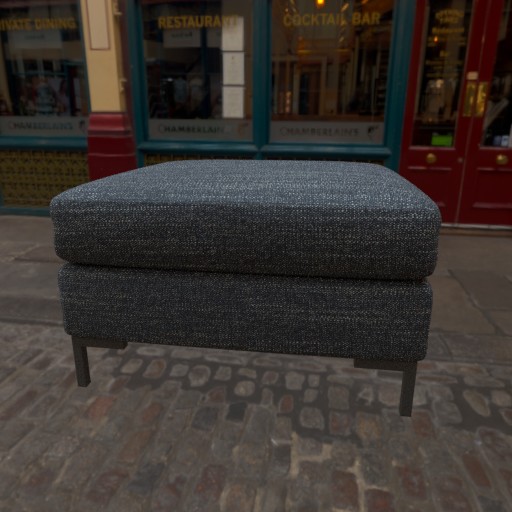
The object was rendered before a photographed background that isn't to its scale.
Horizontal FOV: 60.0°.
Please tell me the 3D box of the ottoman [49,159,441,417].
[{"bbox_3d":[0.000,0.000,1.220,0.814,0.491,0.667,3,17,8],"label":"ottoman"}]
